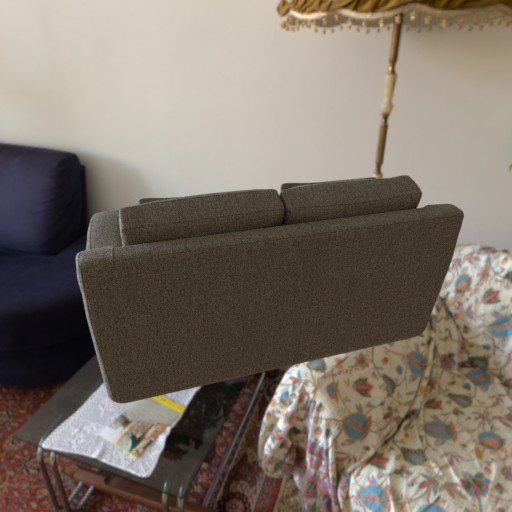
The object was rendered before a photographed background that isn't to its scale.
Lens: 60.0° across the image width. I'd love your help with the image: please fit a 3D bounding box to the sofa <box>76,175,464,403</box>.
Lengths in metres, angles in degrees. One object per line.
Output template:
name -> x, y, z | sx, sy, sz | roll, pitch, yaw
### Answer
sofa -> 0.000, 0.000, 2.469 | 1.778, 0.991, 1.120 | -8, 28, -16
